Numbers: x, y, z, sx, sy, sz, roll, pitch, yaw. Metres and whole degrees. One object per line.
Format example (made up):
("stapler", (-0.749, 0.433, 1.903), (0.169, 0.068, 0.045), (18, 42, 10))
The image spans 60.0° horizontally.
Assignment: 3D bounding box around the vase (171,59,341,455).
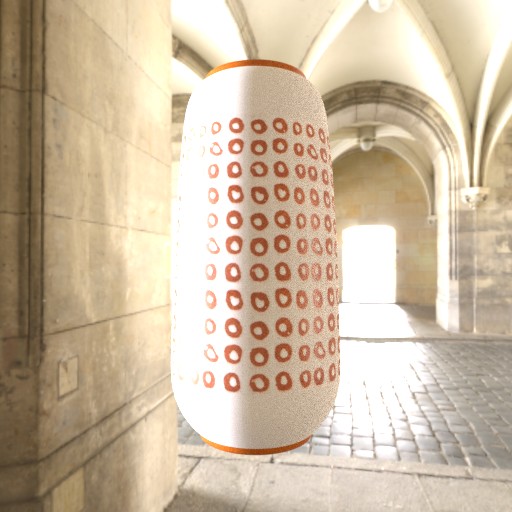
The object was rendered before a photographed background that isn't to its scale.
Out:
("vase", (0.000, 0.000, 0.356), (0.133, 0.282, 0.133), (0, -1, 0))
